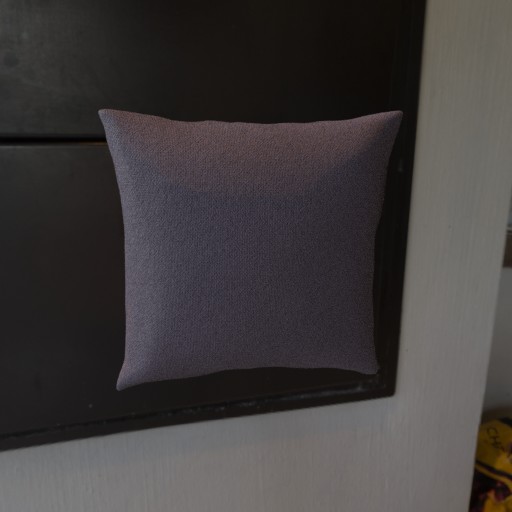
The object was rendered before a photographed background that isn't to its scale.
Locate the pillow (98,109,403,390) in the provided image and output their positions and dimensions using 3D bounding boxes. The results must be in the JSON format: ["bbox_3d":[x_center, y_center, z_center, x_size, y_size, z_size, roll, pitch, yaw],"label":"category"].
[{"bbox_3d":[0.000,0.000,0.698,0.452,0.439,0.204,-2,14,-9],"label":"pillow"}]
